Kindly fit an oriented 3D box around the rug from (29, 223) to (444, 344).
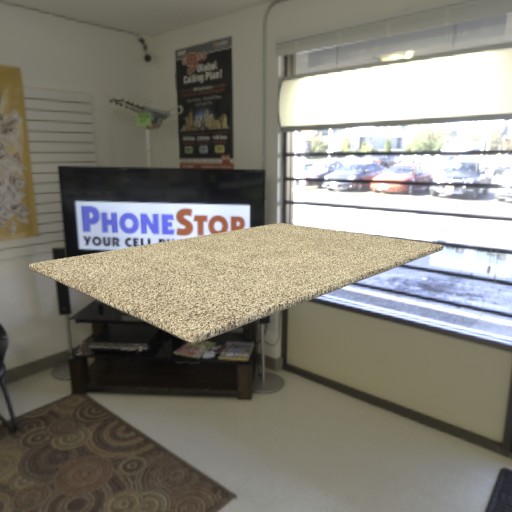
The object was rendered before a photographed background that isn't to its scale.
[{"bbox_3d":[0.000,0.000,2.266,1.219,0.030,1.778,12,18,43],"label":"rug"}]
